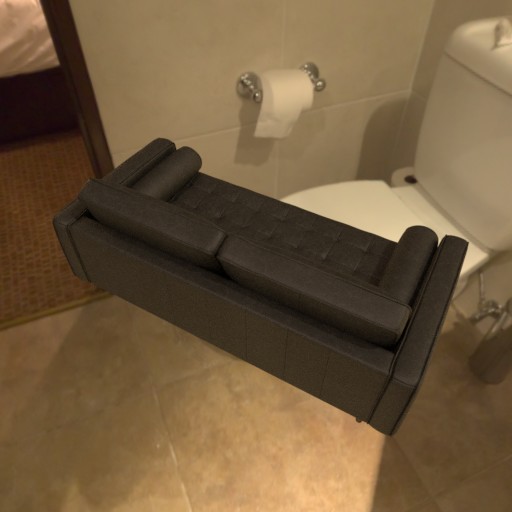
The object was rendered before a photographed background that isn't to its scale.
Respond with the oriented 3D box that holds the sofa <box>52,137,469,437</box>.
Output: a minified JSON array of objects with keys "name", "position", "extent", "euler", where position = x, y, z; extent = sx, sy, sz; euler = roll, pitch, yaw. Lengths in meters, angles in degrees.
[{"name":"sofa","position":[0.000,0.000,2.293],"extent":[1.879,0.770,0.921],"euler":[22,51,20]}]
